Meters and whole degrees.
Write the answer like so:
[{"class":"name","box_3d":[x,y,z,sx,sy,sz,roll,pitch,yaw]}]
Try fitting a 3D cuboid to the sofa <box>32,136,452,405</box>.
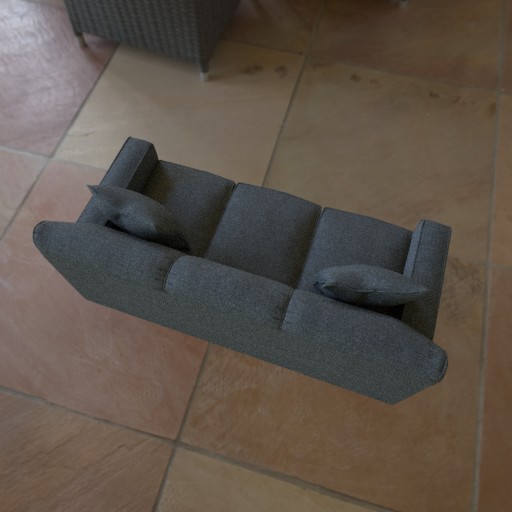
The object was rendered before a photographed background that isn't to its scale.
[{"class":"sofa","box_3d":[0.000,0.000,2.575,2.024,0.958,0.997,17,65,8]}]
